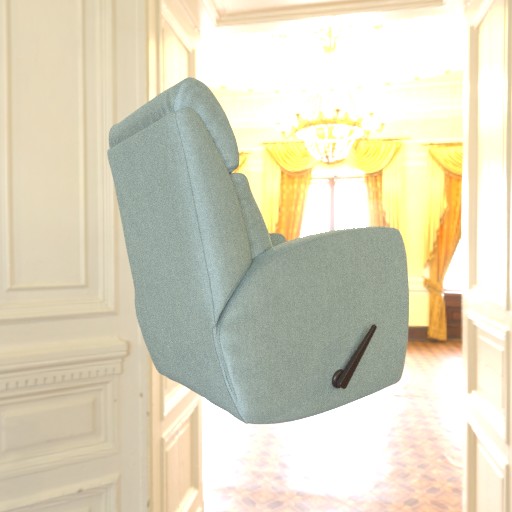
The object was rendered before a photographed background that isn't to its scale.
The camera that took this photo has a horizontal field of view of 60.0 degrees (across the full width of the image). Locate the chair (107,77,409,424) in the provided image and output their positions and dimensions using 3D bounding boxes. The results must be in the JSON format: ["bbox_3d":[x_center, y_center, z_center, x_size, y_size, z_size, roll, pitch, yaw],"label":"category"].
[{"bbox_3d":[0.000,0.000,1.654,0.940,1.013,0.812,-1,1,-35],"label":"chair"}]
